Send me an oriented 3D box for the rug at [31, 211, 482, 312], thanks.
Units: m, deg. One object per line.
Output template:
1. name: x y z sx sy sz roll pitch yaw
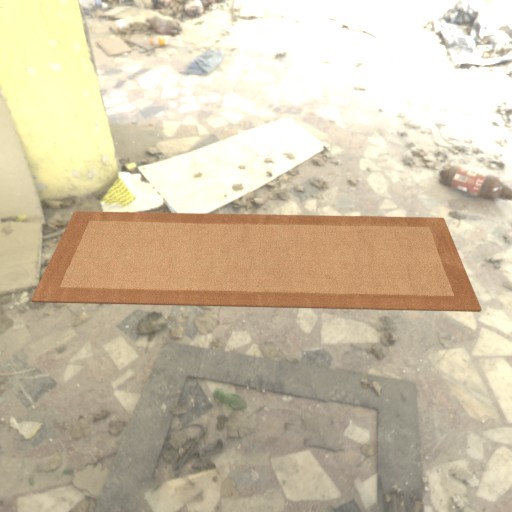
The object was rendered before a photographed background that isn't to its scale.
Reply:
1. rug: 0.000 0.000 2.658 2.439 0.017 0.764 1 46 1
